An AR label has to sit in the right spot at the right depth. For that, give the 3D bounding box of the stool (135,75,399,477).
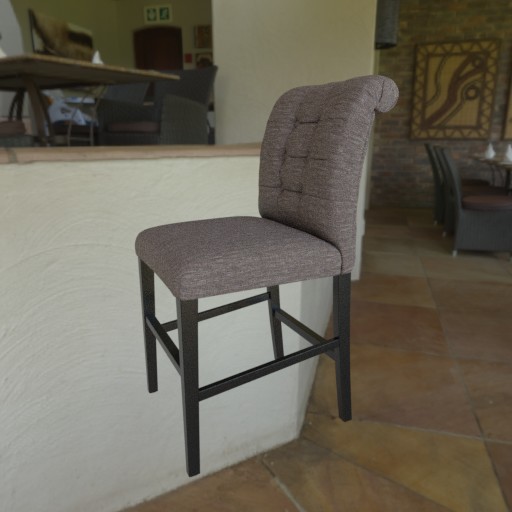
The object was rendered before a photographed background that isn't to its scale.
[{"bbox_3d":[0.000,0.000,1.290,0.611,0.970,0.457,-8,17,-26],"label":"stool"}]
